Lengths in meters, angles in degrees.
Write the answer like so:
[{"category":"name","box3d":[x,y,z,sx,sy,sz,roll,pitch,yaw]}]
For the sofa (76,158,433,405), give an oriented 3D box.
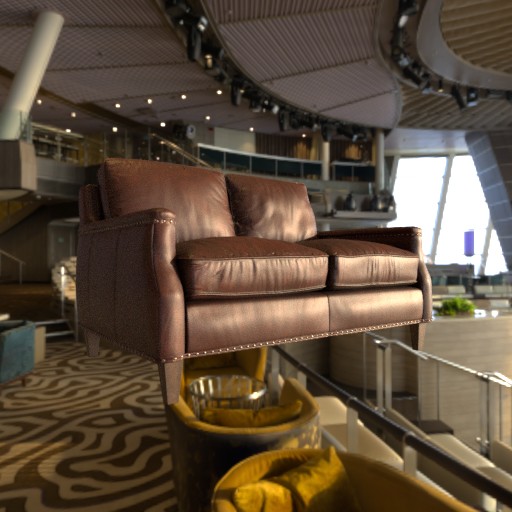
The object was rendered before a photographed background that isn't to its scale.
[{"category":"sofa","box3d":[0.000,0.000,2.320,1.628,1.003,1.083,0,0,-37]}]
